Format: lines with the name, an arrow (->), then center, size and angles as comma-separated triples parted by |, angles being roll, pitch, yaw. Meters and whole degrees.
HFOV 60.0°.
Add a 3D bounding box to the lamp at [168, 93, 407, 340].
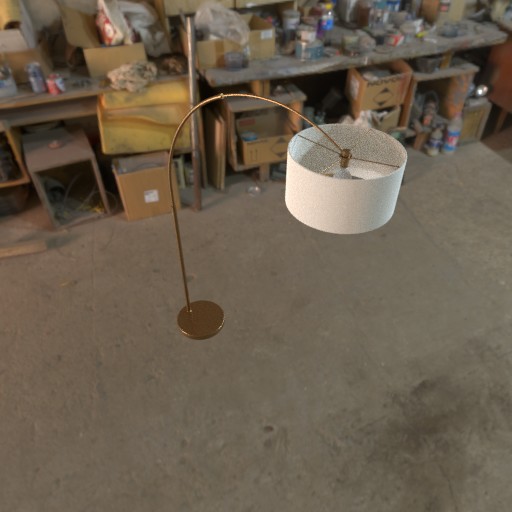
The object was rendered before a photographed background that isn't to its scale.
lamp -> 0.000, 0.000, 2.626 | 1.434, 1.927, 0.493 | 26, 47, 26
